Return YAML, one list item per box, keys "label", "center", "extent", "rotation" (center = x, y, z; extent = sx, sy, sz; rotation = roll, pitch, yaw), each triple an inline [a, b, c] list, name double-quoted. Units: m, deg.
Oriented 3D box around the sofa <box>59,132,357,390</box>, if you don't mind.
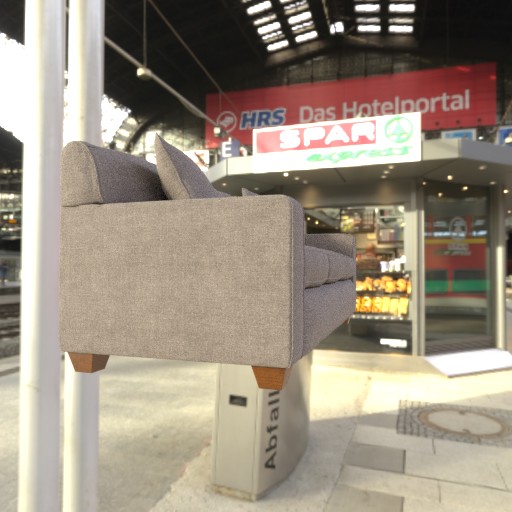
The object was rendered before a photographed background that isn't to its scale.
- label: "sofa"
  center: [0.000, 0.000, 2.541]
  extent: [0.997, 0.958, 2.024]
  rotation: [0, -2, 18]
